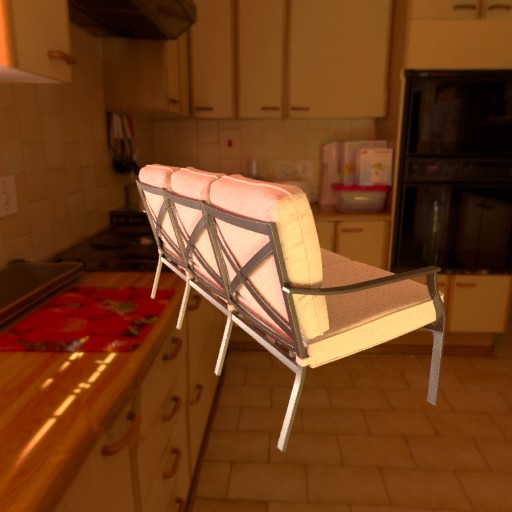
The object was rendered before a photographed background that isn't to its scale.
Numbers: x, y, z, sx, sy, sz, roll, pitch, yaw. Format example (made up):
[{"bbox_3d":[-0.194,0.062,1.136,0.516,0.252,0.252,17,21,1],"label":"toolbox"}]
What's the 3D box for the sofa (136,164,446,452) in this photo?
[{"bbox_3d":[0.000,0.000,2.194,0.787,0.860,1.740,-7,16,-26],"label":"sofa"}]
